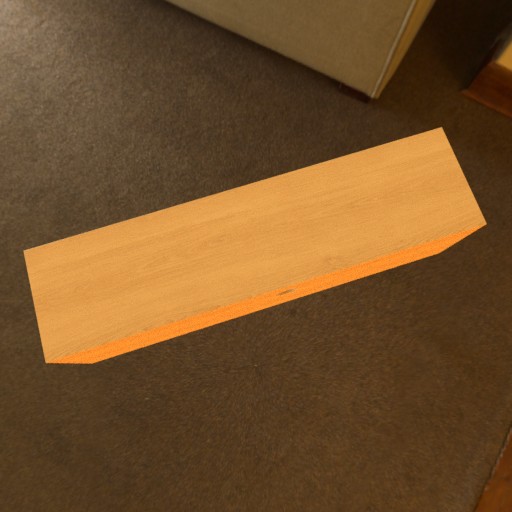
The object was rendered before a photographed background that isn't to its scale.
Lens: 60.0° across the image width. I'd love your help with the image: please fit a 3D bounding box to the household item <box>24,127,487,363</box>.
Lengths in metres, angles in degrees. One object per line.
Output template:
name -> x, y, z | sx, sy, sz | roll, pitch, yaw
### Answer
household item -> 0.000, 0.000, 1.777 | 1.550, 0.600, 0.400 | -17, 77, -4
